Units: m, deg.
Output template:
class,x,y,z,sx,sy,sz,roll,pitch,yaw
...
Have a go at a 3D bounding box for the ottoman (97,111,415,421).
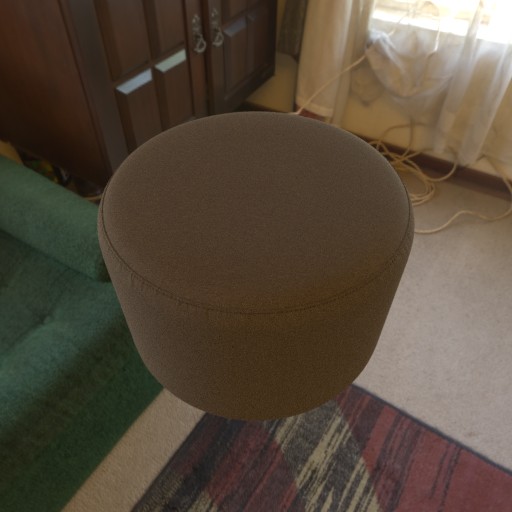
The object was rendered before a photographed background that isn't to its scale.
class,x,y,z,sx,sy,sz,roll,pitch,yaw
ottoman,0.000,0.000,0.984,0.608,0.433,0.608,0,47,0
